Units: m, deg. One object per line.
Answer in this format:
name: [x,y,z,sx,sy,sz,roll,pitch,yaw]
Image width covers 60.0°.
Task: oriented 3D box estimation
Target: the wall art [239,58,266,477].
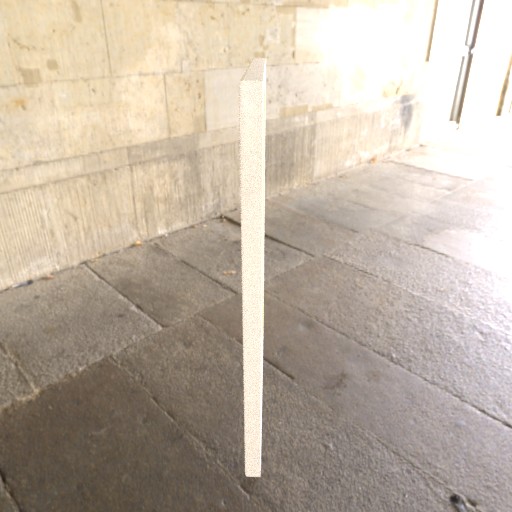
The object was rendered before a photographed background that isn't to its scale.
wall art: [0.000,0.000,1.156,0.038,0.912,0.607,1,27,1]
